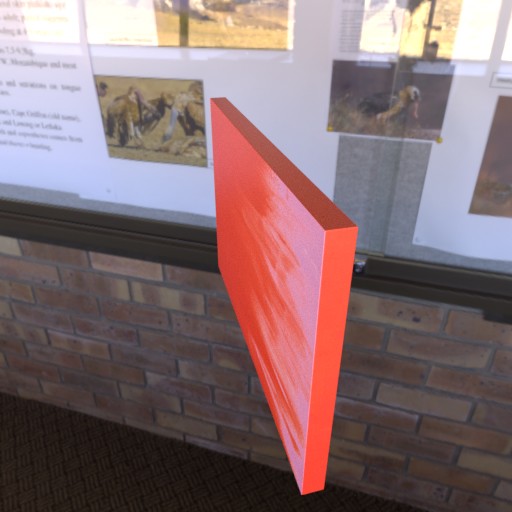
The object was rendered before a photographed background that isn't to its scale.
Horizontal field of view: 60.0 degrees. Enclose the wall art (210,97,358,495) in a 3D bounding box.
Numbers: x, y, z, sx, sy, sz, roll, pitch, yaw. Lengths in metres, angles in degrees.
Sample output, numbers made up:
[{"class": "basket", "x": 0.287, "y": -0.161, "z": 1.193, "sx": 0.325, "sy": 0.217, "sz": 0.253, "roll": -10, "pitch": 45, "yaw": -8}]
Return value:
[{"class": "wall art", "x": 0.000, "y": 0.000, "z": 0.756, "sx": 0.033, "sy": 0.405, "sz": 0.607, "roll": -8, "pitch": 31, "yaw": -13}]
